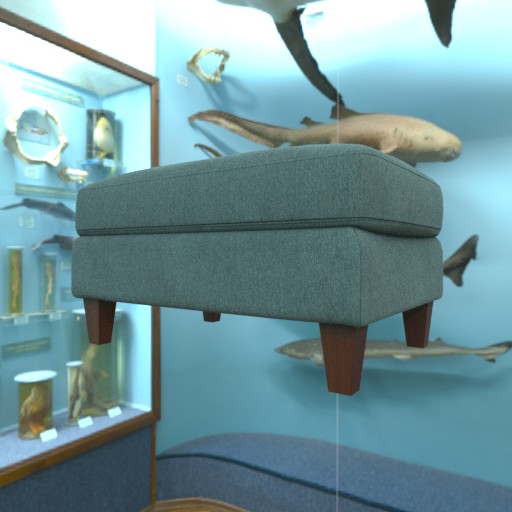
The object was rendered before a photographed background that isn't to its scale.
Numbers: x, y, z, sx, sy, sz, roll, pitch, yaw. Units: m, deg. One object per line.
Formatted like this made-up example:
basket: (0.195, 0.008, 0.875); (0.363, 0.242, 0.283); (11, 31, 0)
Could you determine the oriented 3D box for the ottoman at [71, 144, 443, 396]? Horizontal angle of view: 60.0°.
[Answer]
ottoman: (0.000, 0.000, 1.205); (0.864, 0.483, 0.584); (0, 1, 35)
